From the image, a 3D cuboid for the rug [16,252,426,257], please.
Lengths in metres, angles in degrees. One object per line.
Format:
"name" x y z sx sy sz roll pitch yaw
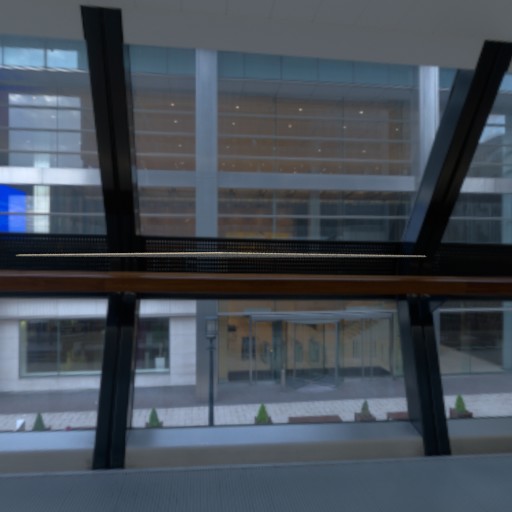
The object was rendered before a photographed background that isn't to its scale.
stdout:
"rug" 0.000 0.000 3.004 1.541 0.008 2.448 0 0 37
